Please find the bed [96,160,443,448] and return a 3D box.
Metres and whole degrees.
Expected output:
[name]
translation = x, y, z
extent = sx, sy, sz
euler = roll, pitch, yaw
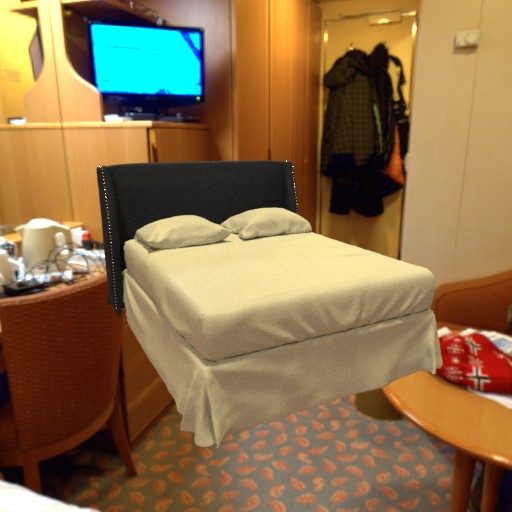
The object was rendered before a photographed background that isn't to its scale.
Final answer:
[bed]
translation = 0.000, 0.000, 3.402
extent = 1.925, 1.332, 2.276
euler = -8, 17, -26
